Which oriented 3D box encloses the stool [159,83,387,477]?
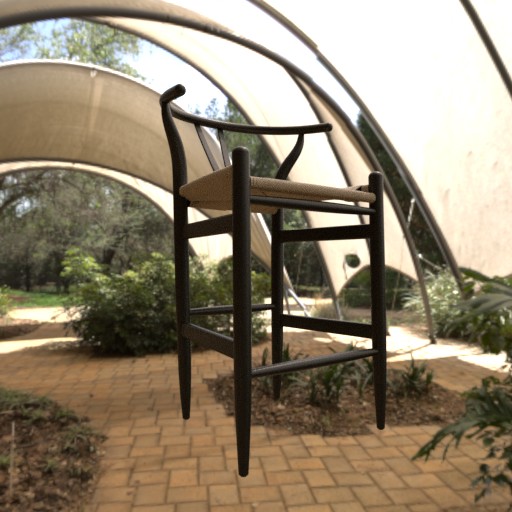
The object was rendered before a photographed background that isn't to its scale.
[{"bbox_3d":[0.000,0.000,1.330,0.569,0.970,0.579,1,-1,-36],"label":"stool"}]
